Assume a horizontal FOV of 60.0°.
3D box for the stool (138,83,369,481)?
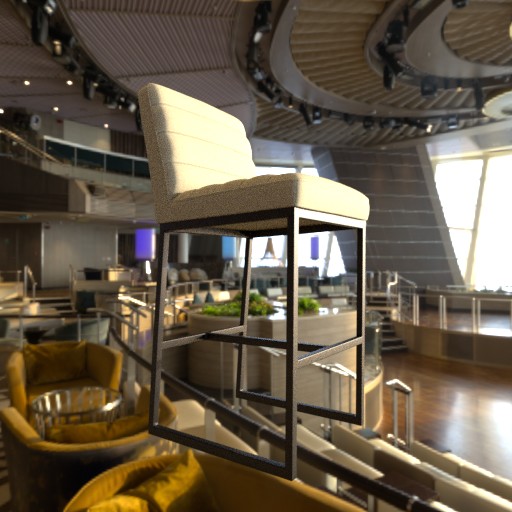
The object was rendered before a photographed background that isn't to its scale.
[{"bbox_3d":[0.000,0.000,1.345,0.560,1.040,0.460,0,-1,35],"label":"stool"}]
